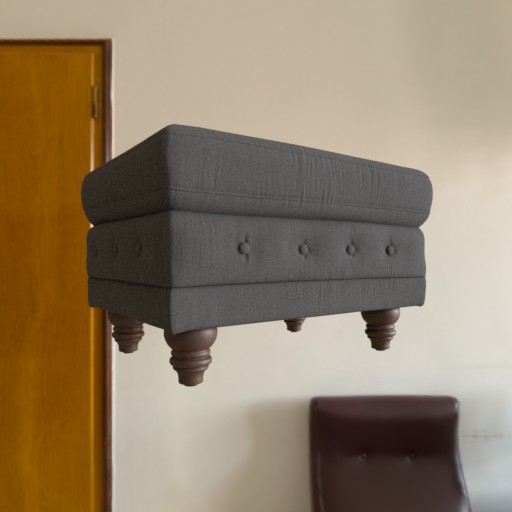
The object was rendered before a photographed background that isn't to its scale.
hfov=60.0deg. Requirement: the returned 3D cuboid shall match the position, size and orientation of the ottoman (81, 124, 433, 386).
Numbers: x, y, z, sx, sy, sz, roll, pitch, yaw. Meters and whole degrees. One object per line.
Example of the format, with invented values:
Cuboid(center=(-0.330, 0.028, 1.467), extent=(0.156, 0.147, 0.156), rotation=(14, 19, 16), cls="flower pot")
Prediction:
Cuboid(center=(0.000, 0.000, 1.165), extent=(0.771, 0.500, 0.569), rotation=(0, 0, -35), cls="ottoman")
